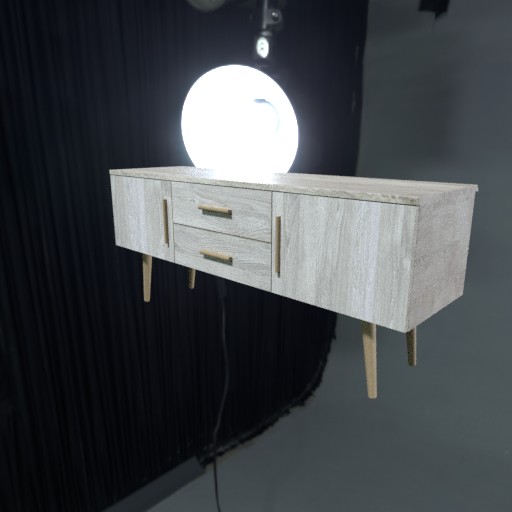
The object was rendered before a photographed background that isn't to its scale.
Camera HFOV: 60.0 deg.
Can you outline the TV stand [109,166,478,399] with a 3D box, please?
[{"bbox_3d":[0.000,0.000,1.585,1.313,0.565,0.401,13,20,42],"label":"TV stand"}]
